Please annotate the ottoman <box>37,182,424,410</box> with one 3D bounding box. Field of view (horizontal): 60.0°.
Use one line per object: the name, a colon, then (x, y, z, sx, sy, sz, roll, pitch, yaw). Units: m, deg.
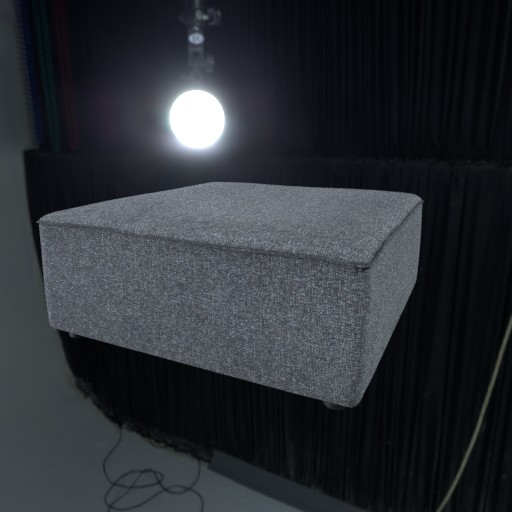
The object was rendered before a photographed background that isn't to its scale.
ottoman: (0.000, 0.000, 1.586, 1.021, 0.423, 1.017, 8, 17, 26)
